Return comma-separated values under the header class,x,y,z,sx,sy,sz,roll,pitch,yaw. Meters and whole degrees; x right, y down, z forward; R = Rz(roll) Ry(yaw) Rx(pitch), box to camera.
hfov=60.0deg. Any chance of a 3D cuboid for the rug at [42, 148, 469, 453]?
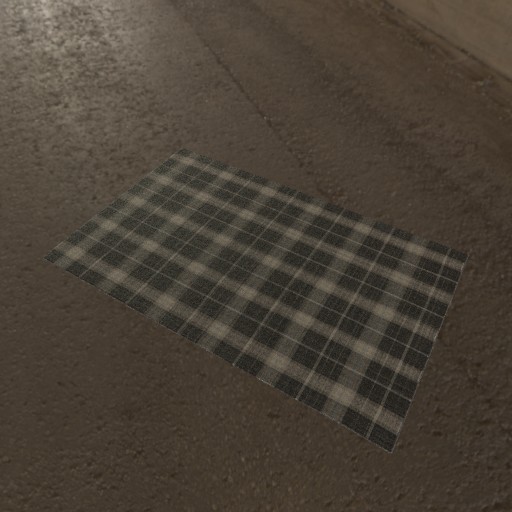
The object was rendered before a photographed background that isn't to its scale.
class,x,y,z,sx,sy,sz,roll,pitch,yaw
rug,0.000,0.000,2.972,2.434,0.015,1.520,24,52,21
